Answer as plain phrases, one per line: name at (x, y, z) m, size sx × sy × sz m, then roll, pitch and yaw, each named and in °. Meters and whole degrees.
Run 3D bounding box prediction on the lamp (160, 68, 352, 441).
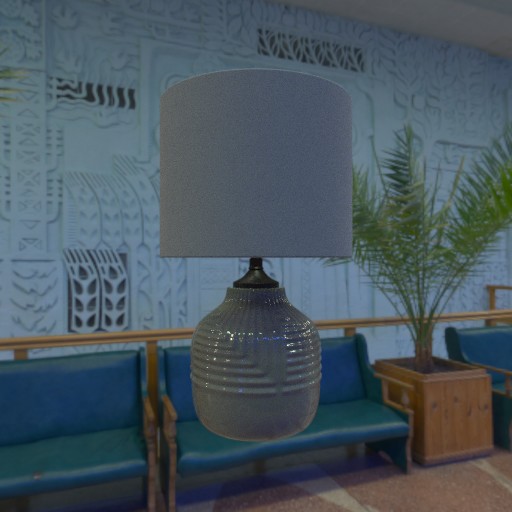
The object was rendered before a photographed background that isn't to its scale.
lamp at (0.000, 0.000, 0.747) m, size 0.318 × 0.567 × 0.318 m, roll 0°, pitch 0°, yaw 0°
